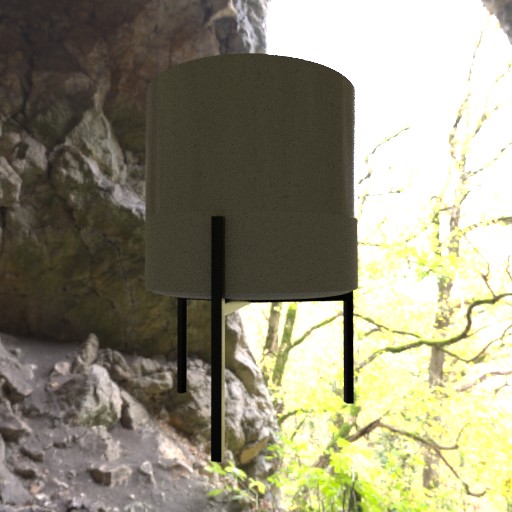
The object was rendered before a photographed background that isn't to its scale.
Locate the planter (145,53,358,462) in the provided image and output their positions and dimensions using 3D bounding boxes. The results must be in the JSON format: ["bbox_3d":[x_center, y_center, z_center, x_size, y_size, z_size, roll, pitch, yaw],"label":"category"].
[{"bbox_3d":[0.000,0.000,0.327,0.159,0.230,0.152,0,-1,-18],"label":"planter"}]
